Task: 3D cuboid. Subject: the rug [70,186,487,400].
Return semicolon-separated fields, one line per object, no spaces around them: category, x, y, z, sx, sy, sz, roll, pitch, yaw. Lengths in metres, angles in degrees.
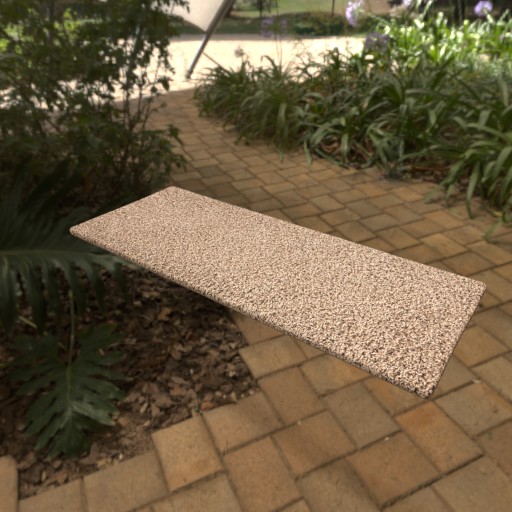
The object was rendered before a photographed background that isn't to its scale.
rug;0.000;0.000;1.698;1.524;0.030;0.609;21;36;31
